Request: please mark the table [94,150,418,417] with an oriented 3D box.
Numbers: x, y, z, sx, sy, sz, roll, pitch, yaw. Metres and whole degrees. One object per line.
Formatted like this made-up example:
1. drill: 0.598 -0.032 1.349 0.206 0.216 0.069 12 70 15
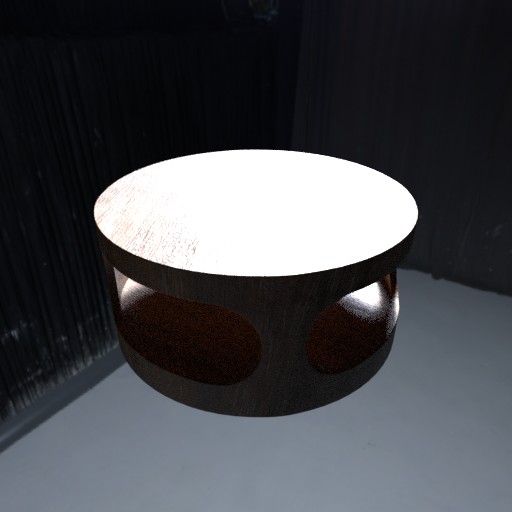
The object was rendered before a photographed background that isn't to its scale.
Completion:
1. table: 0.000 0.000 1.509 0.974 0.450 0.974 0 30 0
